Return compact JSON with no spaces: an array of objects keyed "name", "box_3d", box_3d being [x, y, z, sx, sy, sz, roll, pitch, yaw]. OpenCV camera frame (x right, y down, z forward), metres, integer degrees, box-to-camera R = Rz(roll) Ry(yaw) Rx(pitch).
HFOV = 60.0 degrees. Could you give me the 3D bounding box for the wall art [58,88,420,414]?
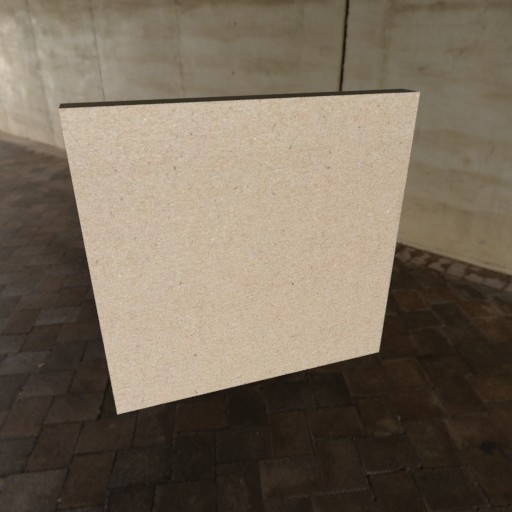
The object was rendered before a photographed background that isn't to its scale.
[{"name":"wall art","box_3d":[0.000,0.000,0.468,0.327,0.318,0.029,-9,28,-17]}]
